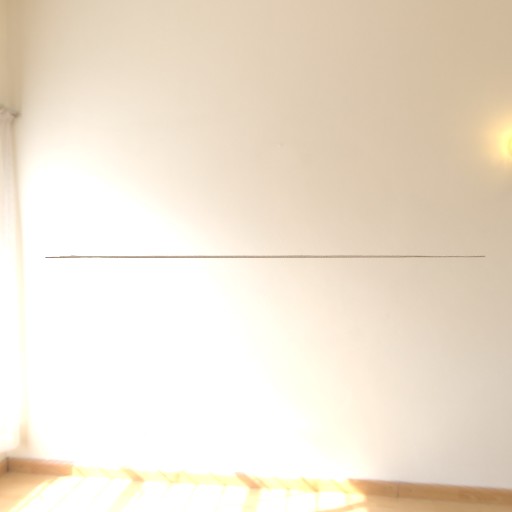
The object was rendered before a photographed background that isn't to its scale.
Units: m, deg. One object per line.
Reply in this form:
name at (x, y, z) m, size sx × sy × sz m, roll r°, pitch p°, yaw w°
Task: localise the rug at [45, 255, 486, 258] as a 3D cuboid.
rug at (0.000, 0.000, 3.042) m, size 2.440 × 0.012 × 1.522 m, roll 0°, pitch 0°, yaw -18°
